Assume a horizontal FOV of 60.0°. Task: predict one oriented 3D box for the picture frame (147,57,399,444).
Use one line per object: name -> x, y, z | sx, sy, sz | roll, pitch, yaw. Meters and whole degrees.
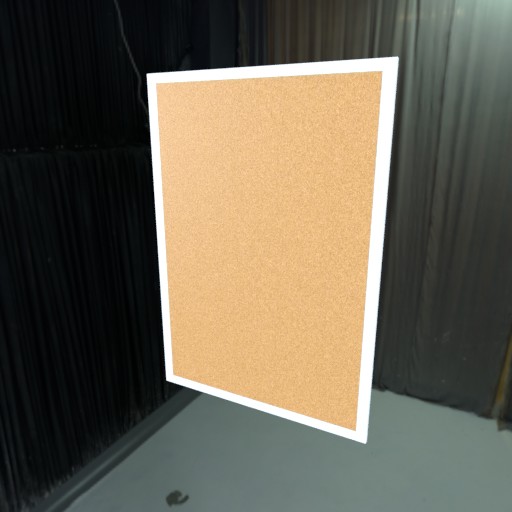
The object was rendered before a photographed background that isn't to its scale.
picture frame -> 0.000, 0.000, 1.188 | 0.659, 0.940, 0.013 | 8, 18, 26
